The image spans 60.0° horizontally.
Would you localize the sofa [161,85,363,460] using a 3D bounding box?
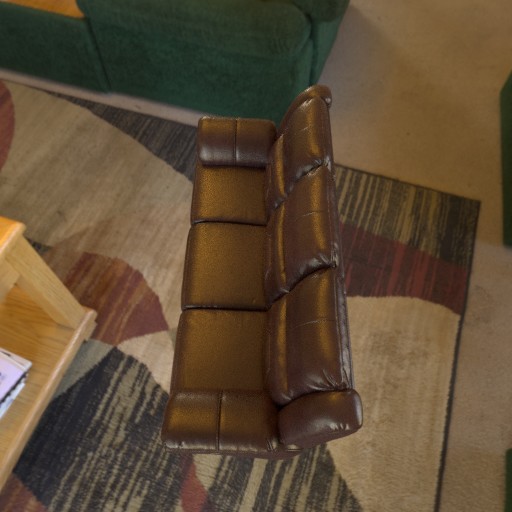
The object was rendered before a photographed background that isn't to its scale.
[{"bbox_3d":[0.000,0.000,2.838,0.991,1.043,2.337,1,60,1],"label":"sofa"}]
